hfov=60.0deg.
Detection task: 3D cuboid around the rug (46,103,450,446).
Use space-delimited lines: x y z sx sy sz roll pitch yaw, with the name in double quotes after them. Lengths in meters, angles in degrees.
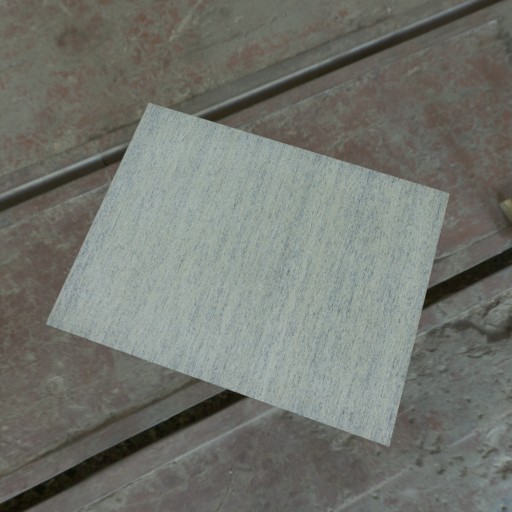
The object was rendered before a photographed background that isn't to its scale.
0.000 0.000 4.189 3.197 0.006 2.438 18 75 5 "rug"
